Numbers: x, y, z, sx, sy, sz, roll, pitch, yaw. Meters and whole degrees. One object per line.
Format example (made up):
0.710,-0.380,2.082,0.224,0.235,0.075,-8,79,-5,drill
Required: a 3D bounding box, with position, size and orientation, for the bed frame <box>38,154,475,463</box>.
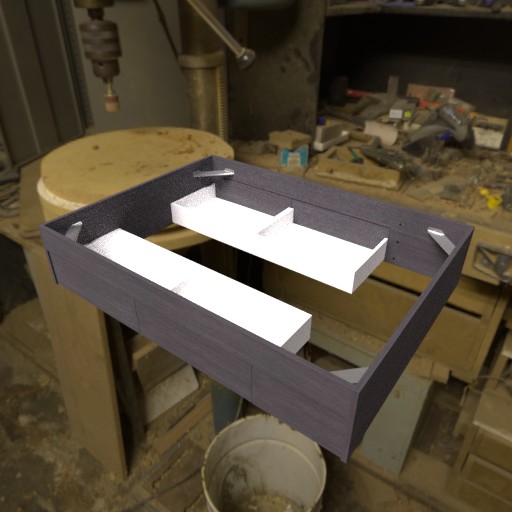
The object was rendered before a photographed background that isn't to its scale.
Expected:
0.000,0.000,2.560,1.944,0.459,1.448,22,38,30,bed frame
